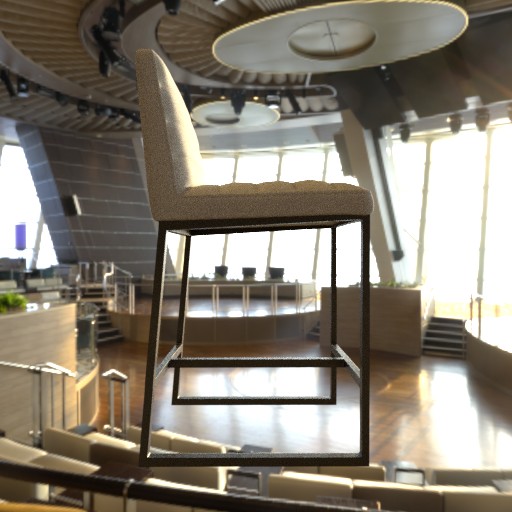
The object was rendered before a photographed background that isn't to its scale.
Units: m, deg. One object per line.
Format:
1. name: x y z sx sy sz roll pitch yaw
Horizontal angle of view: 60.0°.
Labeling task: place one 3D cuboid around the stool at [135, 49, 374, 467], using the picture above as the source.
1. stool: 0.000 0.000 1.237 0.567 0.971 0.459 0 1 0
